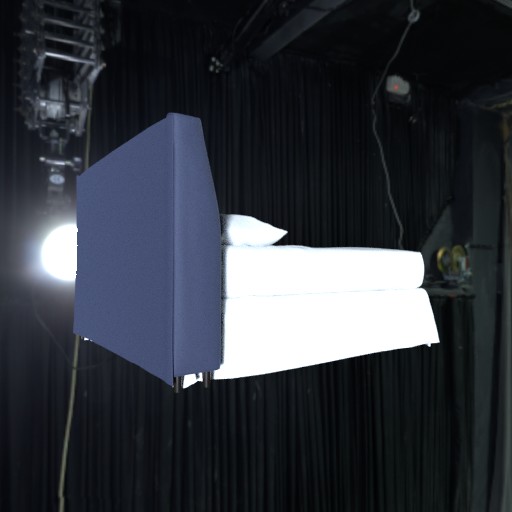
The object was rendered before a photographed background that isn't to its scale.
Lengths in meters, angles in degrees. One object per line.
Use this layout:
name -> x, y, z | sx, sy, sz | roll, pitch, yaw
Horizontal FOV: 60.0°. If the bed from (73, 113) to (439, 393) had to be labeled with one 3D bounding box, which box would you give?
bed -> 0.000, 0.000, 3.454 | 2.276, 1.332, 1.925 | 1, -1, -35
